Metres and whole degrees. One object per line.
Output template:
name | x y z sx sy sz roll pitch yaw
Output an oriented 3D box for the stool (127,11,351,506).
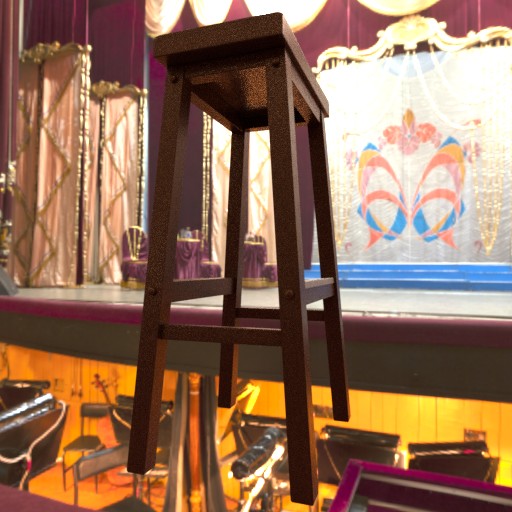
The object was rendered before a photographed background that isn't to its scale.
stool | 0.000 0.000 0.898 0.322 0.742 0.406 -1 -2 20
